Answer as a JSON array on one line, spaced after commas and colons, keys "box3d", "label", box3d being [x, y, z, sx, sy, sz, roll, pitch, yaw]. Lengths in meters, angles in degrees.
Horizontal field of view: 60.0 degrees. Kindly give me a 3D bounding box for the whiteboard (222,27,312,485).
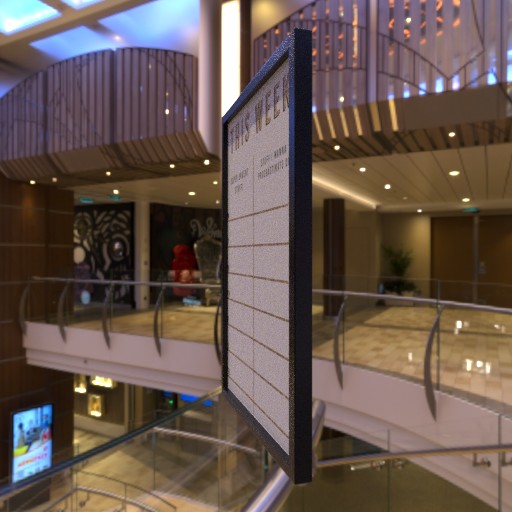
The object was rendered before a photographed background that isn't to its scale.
[{"box3d": [0.000, 0.000, 0.786, 0.026, 0.611, 0.406, 0, 0, -18], "label": "whiteboard"}]
